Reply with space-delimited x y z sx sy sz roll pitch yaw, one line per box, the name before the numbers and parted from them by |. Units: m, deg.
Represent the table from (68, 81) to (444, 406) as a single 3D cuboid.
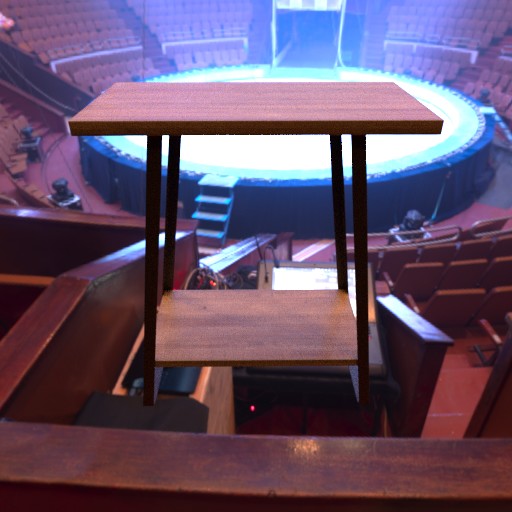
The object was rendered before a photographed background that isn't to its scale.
table | 0.000 0.000 1.018 0.599 0.701 0.300 0 33 0
